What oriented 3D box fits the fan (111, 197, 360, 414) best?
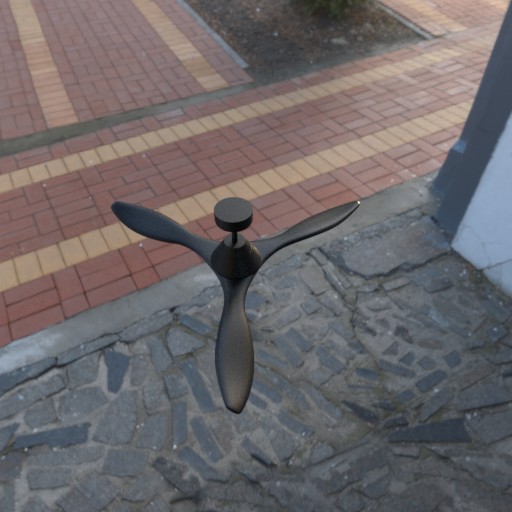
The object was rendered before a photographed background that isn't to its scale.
[{"bbox_3d":[0.000,0.000,1.616,1.067,0.305,1.067,-9,47,-9],"label":"fan"}]
